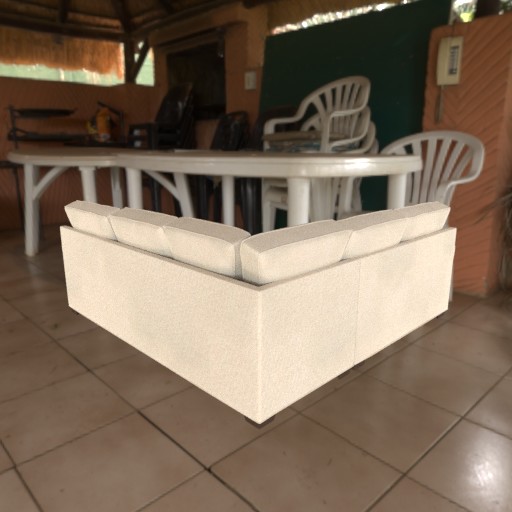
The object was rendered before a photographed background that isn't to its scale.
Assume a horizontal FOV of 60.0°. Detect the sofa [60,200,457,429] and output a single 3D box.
[{"bbox_3d":[0.000,0.000,3.955,2.487,1.054,2.569,-14,20,-43],"label":"sofa"}]
